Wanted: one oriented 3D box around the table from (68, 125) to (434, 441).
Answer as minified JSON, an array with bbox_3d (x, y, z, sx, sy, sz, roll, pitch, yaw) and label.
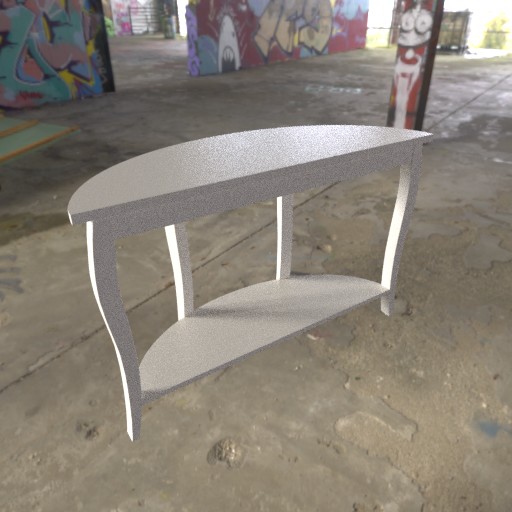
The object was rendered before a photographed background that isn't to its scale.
[{"bbox_3d":[0.000,0.000,1.586,1.219,0.780,0.394,-18,35,-28],"label":"table"}]
